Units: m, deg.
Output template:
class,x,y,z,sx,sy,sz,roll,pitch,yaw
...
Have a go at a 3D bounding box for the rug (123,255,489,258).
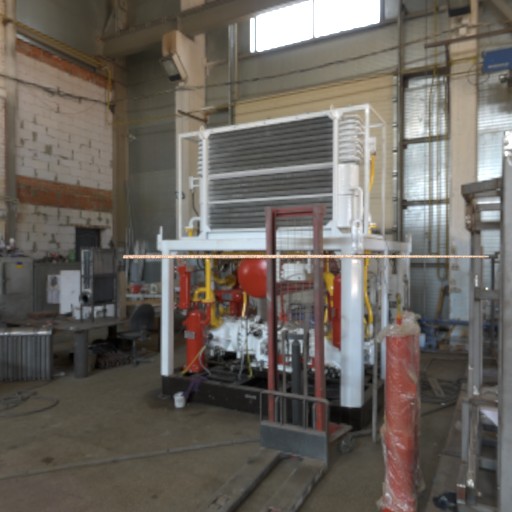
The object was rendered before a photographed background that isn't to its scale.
class,x,y,z,sx,sy,sz,roll,pitch,yaw
rug,0.000,0.000,4.276,2.448,0.013,3.205,0,0,-17
